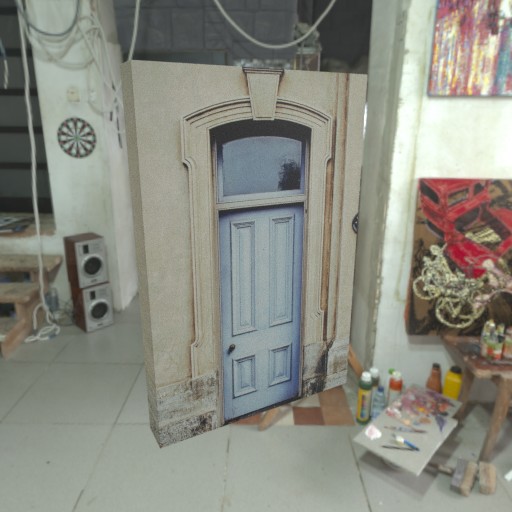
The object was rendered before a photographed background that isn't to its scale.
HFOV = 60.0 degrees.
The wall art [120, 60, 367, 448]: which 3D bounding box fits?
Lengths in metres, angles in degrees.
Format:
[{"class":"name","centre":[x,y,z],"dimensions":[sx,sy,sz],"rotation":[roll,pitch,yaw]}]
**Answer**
[{"class":"wall art","centre":[0.000,0.000,0.490],"dimensions":[0.254,0.381,0.038],"rotation":[-9,19,-28]}]
